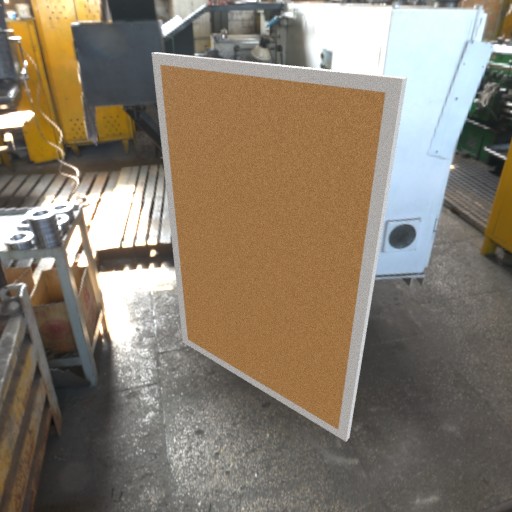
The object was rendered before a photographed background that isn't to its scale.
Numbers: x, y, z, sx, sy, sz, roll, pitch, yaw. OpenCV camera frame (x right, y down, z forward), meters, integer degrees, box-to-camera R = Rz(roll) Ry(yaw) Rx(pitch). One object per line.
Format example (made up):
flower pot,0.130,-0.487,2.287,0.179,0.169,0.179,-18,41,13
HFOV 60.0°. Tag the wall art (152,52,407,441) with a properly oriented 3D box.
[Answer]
wall art,0.000,0.000,0.816,0.456,0.656,0.013,22,37,33
